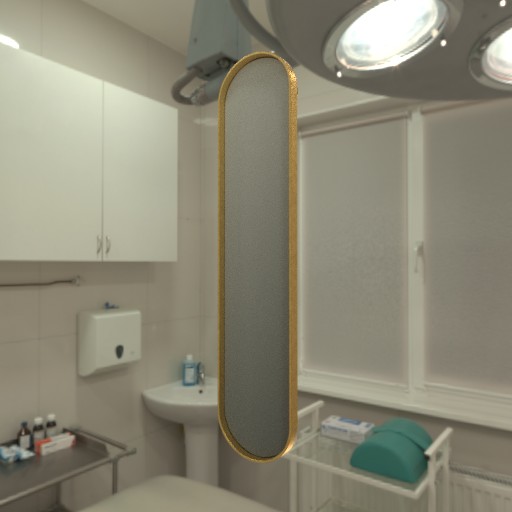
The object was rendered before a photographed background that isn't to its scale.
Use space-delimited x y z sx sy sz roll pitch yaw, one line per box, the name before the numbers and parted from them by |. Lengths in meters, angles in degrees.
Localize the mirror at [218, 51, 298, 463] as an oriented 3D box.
mirror | 0.000 0.000 1.087 0.222 0.991 0.032 -1 -1 36
